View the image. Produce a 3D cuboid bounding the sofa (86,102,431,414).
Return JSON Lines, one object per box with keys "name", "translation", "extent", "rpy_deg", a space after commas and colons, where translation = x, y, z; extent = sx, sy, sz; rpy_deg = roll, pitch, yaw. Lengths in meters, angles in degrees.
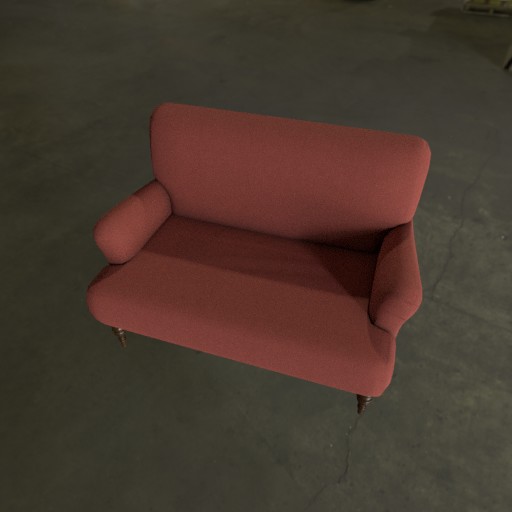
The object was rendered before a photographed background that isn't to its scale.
{"name": "sofa", "translation": [0.000, 0.000, 1.844], "extent": [1.297, 0.889, 0.779], "rpy_deg": [12, 42, 14]}
